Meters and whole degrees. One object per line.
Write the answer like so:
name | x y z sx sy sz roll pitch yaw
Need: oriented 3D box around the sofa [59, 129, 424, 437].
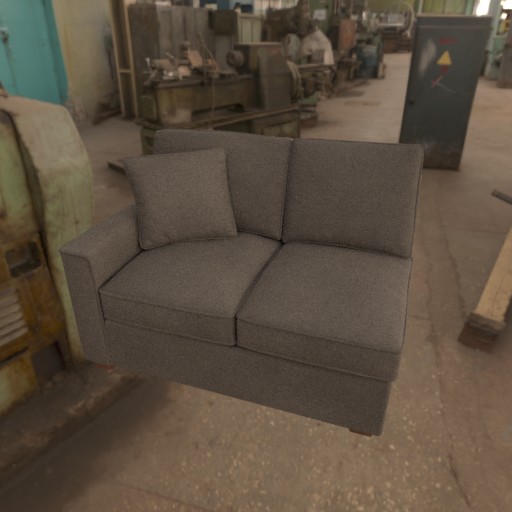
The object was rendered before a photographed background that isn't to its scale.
sofa | 0.000 0.000 2.061 1.388 0.989 0.991 9 29 17
